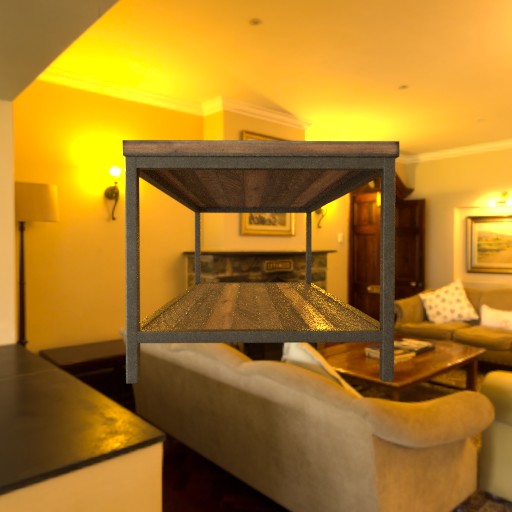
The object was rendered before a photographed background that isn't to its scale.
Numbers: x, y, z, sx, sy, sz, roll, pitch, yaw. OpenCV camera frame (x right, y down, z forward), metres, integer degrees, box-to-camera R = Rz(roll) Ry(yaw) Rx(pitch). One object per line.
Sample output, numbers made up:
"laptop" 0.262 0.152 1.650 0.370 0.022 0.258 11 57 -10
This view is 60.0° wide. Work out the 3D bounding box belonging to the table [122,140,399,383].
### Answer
"table" 0.000 0.000 1.221 0.452 0.399 0.990 0 1 -1
